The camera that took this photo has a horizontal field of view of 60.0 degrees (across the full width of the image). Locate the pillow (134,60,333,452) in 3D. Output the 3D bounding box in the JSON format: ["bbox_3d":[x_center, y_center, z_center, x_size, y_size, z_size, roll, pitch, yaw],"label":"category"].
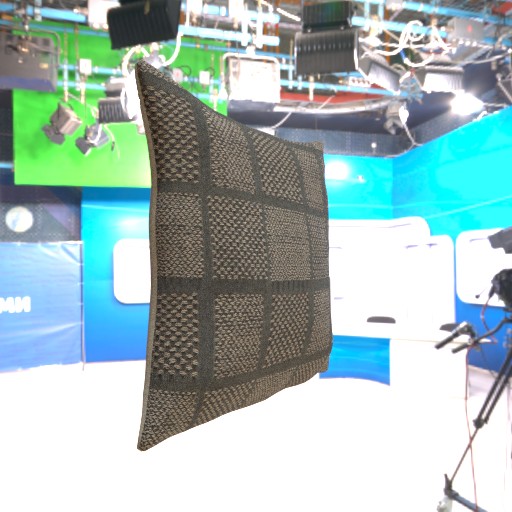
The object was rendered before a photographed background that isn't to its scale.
[{"bbox_3d":[0.000,0.000,0.657,0.138,0.432,0.435,0,-1,36],"label":"pillow"}]
